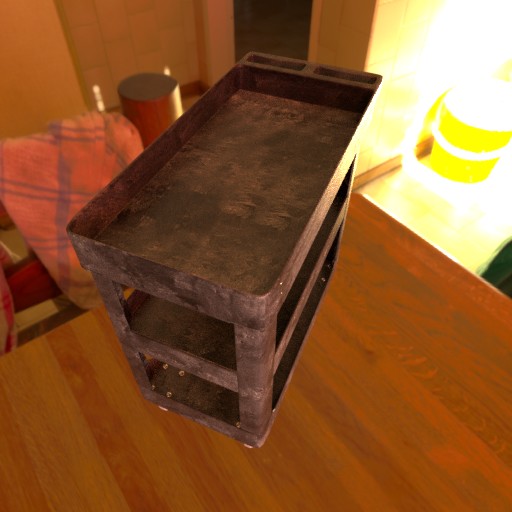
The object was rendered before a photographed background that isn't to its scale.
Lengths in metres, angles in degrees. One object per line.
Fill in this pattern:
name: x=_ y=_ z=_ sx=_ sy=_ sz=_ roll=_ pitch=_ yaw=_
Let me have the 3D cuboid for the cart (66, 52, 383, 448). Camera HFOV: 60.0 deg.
cart: x=0.000 y=0.000 z=1.337 sx=0.420 sy=0.824 sz=0.877 roll=18 pitch=49 yaw=16
